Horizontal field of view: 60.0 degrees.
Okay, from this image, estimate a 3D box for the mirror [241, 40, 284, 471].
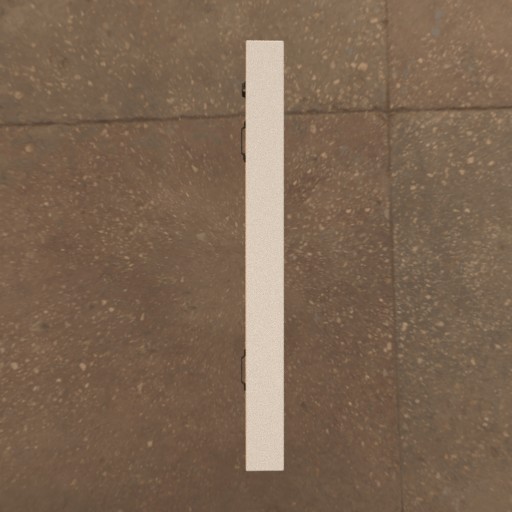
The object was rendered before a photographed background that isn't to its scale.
[{"bbox_3d":[0.000,0.000,0.672,0.041,0.509,0.406,0,90,-1],"label":"mirror"}]
